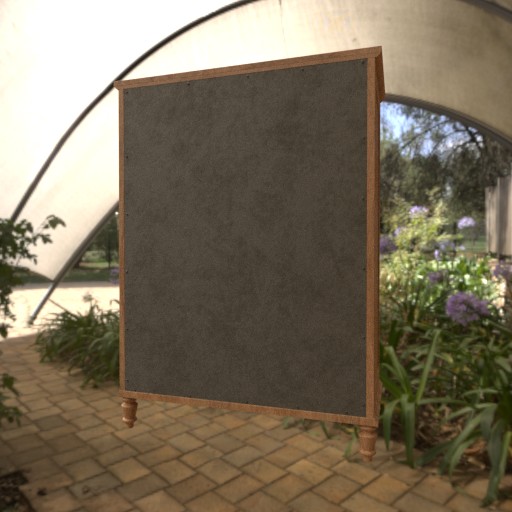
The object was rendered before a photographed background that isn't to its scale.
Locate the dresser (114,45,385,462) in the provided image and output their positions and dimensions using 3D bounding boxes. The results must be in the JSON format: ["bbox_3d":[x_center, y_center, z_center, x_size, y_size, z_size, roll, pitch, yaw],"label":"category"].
[{"bbox_3d":[0.000,0.000,1.763,0.973,1.318,0.484,0,1,18],"label":"dresser"}]
